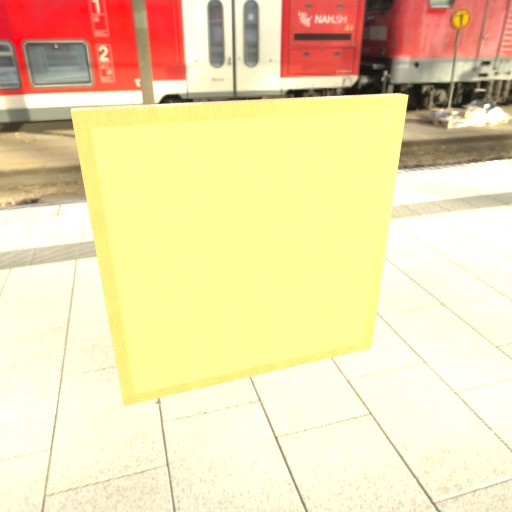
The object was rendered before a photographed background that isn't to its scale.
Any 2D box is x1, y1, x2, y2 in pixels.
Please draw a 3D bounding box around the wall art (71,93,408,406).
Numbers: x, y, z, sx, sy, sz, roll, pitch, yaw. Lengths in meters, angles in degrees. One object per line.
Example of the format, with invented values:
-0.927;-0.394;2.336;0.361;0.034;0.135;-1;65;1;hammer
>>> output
0.000;0.000;2.907;1.935;1.936;0.097;-9;28;-17;wall art
